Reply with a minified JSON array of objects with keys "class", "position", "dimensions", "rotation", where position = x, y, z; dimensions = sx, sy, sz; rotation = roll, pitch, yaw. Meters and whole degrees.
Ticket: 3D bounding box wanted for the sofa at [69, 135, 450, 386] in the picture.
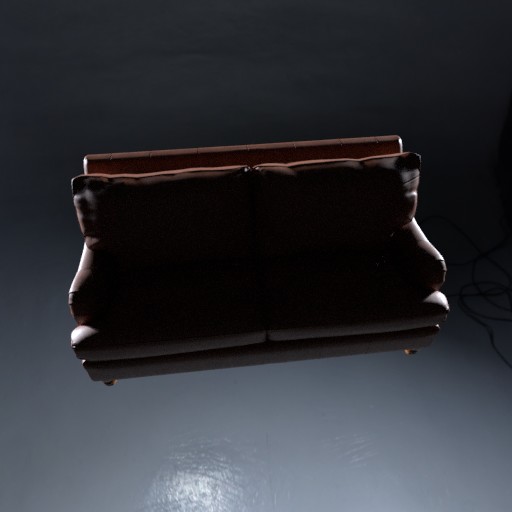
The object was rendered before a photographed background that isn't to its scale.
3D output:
[{"class":"sofa","position":[0.000,0.000,2.796],"dimensions":[2.144,1.071,1.147],"rotation":[-5,47,-4]}]
